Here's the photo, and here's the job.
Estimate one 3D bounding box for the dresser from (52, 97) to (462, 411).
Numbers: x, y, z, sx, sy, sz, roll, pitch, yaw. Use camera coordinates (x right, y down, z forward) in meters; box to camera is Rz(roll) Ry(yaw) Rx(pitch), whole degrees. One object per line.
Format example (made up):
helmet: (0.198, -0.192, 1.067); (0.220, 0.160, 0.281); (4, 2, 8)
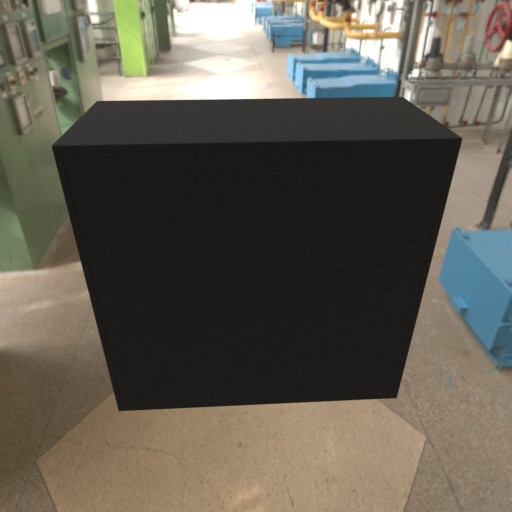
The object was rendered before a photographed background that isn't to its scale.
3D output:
dresser: (0.000, 0.000, 1.151); (0.750, 0.720, 0.360); (-2, 32, -3)
